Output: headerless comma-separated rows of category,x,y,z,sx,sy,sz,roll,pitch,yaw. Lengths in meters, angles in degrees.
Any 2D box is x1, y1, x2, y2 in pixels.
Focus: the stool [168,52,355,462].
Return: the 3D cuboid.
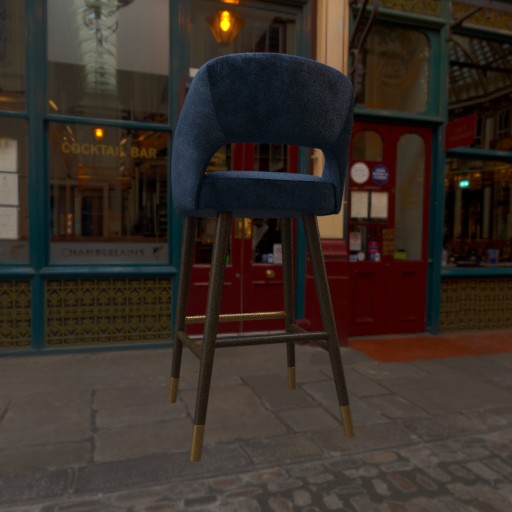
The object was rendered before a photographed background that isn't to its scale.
stool,0.000,0.000,1.343,0.514,1.016,0.515,-1,2,-18
